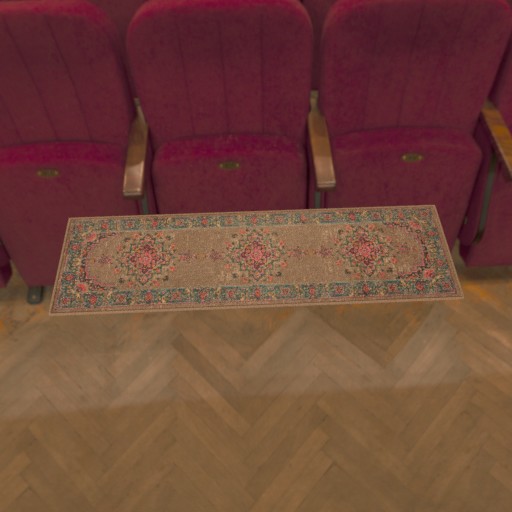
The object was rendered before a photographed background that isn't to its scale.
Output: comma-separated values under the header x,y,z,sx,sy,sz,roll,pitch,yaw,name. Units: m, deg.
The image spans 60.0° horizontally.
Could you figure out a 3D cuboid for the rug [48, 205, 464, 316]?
x,y,z,sx,sy,sz,roll,pitch,yaw,name
0.000,0.000,2.607,2.297,0.019,0.659,-2,59,-1,rug
